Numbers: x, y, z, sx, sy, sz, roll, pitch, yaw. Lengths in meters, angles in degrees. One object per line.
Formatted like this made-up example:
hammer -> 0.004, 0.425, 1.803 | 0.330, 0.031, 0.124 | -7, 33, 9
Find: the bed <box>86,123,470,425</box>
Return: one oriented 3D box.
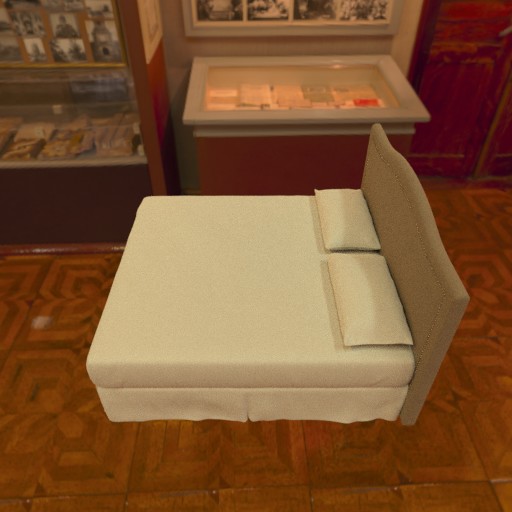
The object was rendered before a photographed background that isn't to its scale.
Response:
bed -> 0.000, 0.000, 3.408 | 2.182, 1.421, 2.083 | 0, 40, 0
